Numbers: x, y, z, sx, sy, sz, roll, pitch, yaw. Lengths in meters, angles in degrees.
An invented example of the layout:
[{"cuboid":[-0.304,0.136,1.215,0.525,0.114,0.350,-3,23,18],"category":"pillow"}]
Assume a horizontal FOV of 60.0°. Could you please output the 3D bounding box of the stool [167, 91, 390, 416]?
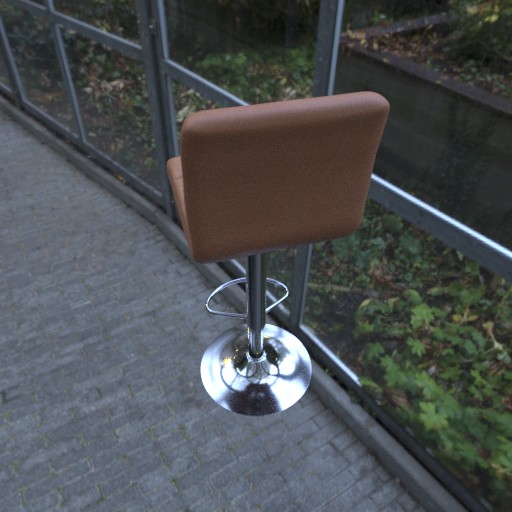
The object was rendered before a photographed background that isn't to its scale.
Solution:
[{"cuboid":[0.000,0.000,1.347,0.430,1.115,0.505,-11,42,-13],"category":"stool"}]
